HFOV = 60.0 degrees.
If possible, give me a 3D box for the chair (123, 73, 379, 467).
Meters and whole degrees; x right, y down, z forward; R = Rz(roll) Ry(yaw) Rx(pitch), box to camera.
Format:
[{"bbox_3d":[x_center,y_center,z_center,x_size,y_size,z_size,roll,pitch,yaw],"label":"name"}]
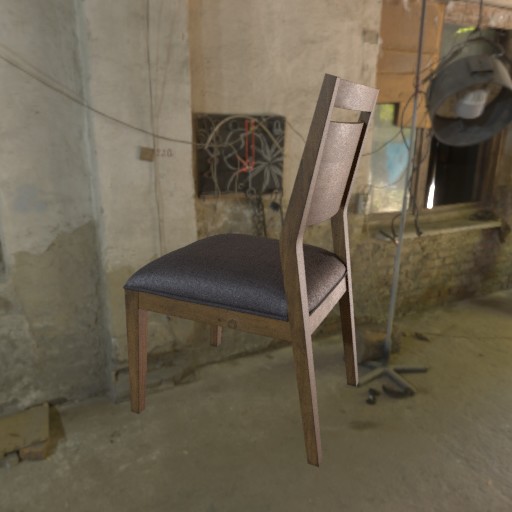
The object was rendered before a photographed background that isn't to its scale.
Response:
[{"bbox_3d":[0.000,0.000,1.300,0.610,0.939,0.501,8,19,25],"label":"chair"}]
